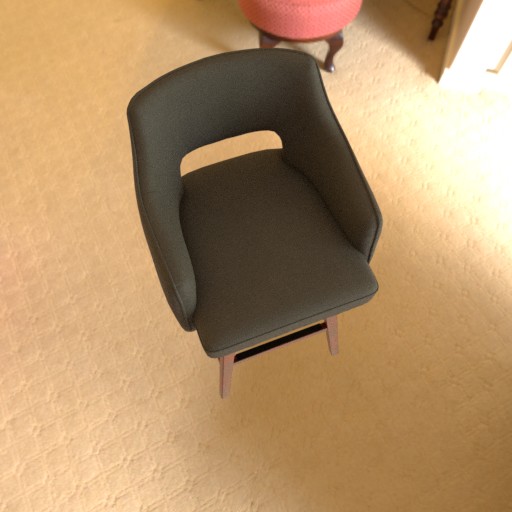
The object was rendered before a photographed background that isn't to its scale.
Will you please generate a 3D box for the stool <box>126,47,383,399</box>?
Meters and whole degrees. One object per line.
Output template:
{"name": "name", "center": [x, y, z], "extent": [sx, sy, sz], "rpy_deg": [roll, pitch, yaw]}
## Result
{"name": "stool", "center": [0.000, 0.000, 1.323], "extent": [0.548, 1.012, 0.558], "rpy_deg": [-19, 65, -9]}
